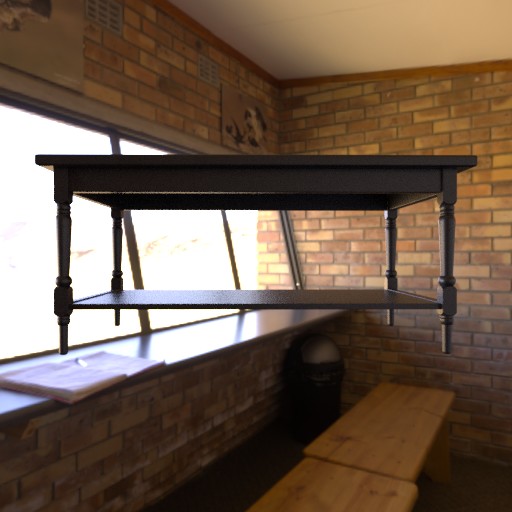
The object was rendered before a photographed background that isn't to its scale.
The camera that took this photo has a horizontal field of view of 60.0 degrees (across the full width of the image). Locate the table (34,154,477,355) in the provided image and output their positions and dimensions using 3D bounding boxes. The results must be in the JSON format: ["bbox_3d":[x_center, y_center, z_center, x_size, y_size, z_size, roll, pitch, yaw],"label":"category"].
[{"bbox_3d":[0.000,0.000,1.381,1.107,0.510,0.550,0,0,-1],"label":"table"}]
